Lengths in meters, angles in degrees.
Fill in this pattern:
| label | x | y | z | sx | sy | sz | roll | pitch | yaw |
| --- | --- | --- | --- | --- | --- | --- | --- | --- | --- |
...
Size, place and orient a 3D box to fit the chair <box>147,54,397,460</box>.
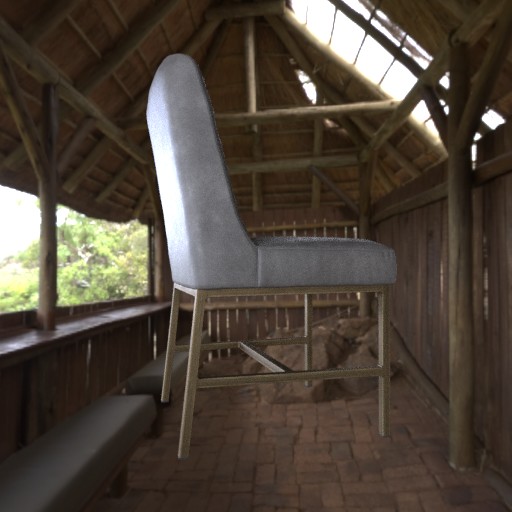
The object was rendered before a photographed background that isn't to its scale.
| label | x | y | z | sx | sy | sz | roll | pitch | yaw |
| --- | --- | --- | --- | --- | --- | --- | --- | --- | --- |
| chair | 0.000 | 0.000 | 1.240 | 0.587 | 0.889 | 0.508 | 0 | -1 | -17 |
